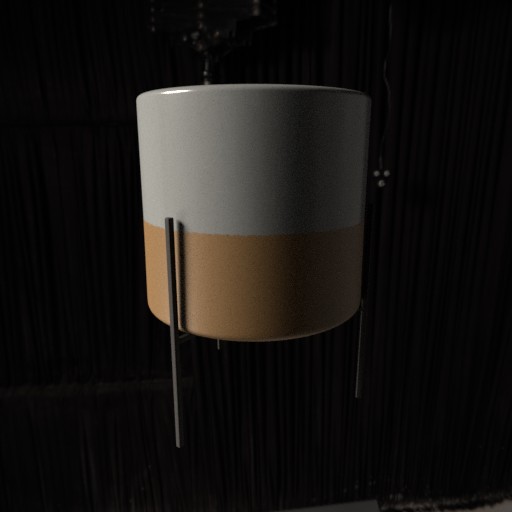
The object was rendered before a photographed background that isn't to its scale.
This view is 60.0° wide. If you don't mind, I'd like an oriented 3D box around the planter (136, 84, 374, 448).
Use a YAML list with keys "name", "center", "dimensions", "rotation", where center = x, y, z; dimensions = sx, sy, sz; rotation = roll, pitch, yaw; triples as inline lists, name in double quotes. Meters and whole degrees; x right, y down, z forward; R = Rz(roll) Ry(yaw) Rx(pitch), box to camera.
- name: "planter"
  center: [0.000, 0.000, 0.640]
  dimensions: [0.310, 0.432, 0.310]
  rotation: [-2, 15, -9]
